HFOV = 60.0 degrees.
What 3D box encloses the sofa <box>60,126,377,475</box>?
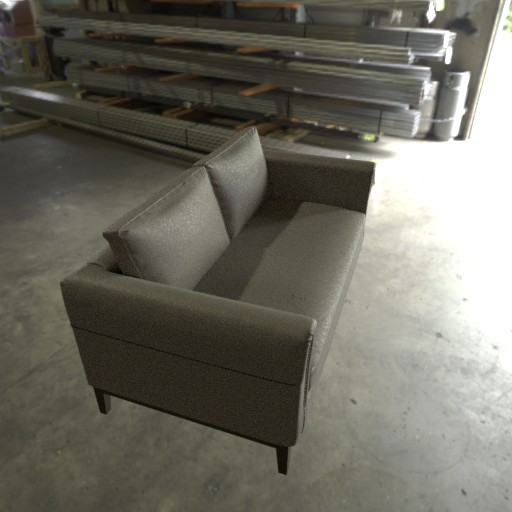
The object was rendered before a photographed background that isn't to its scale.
[{"bbox_3d":[0.000,0.000,2.152,0.899,0.873,1.598,11,33,17],"label":"sofa"}]
